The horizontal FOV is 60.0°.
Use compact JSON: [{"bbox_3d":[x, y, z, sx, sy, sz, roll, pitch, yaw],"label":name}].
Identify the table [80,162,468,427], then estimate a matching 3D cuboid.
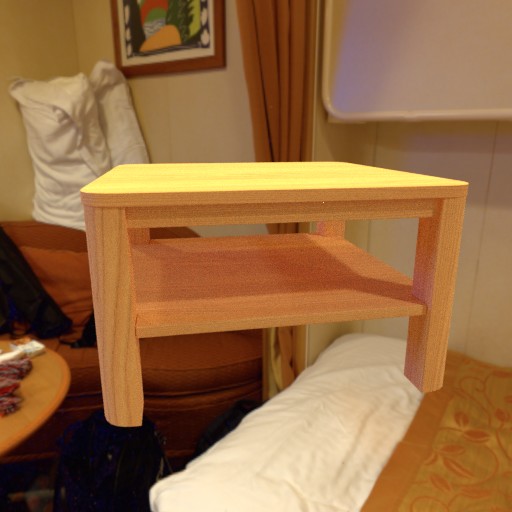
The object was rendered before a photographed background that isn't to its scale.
[{"bbox_3d":[0.000,0.000,1.202,0.750,0.450,0.750,-3,16,-10],"label":"table"}]
